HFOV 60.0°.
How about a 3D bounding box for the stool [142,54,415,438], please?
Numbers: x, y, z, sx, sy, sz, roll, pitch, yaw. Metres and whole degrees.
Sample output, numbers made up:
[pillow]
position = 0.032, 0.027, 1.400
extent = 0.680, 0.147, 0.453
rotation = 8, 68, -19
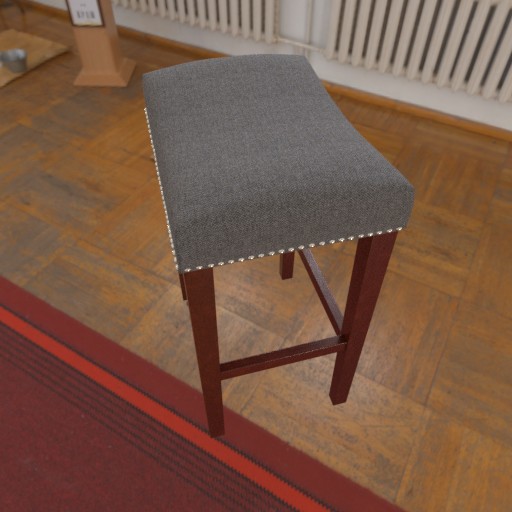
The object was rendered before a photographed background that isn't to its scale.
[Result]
[stool]
position = 0.000, 0.000, 1.029
extent = 0.372, 0.742, 0.504
rotation = -11, 48, -10
